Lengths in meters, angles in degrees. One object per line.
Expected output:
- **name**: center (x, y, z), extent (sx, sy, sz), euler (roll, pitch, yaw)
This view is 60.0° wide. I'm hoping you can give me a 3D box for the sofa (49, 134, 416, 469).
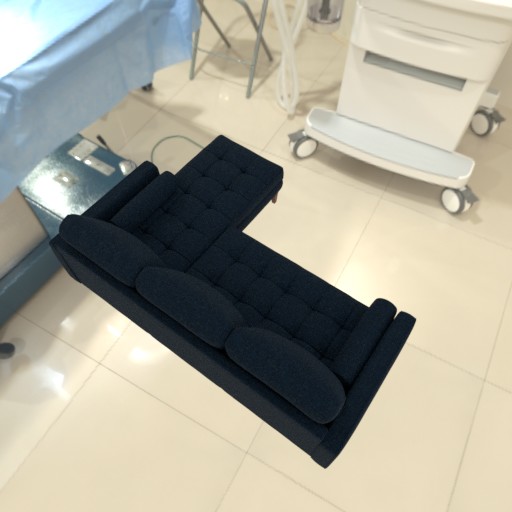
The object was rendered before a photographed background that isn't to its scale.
- **sofa**: center (0.000, 0.000, 2.998), extent (2.185, 0.841, 1.613), euler (32, 63, 18)
